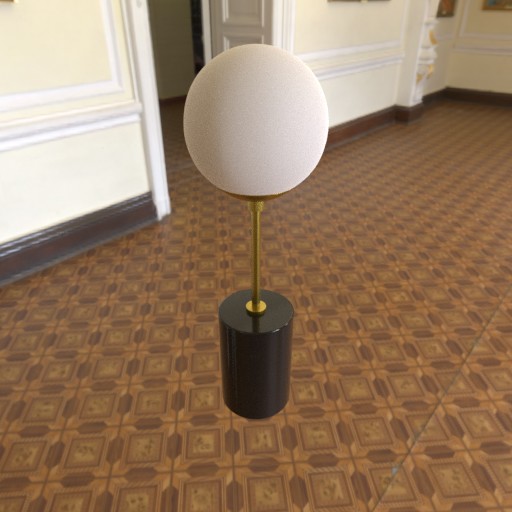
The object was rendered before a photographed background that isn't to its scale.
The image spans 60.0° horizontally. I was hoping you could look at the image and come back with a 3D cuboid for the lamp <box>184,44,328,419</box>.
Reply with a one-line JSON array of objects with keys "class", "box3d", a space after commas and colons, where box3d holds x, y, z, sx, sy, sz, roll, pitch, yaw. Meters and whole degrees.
[{"class": "lamp", "box3d": [0.000, 0.000, 0.555, 0.153, 0.480, 0.153, 0, 30, 0]}]
